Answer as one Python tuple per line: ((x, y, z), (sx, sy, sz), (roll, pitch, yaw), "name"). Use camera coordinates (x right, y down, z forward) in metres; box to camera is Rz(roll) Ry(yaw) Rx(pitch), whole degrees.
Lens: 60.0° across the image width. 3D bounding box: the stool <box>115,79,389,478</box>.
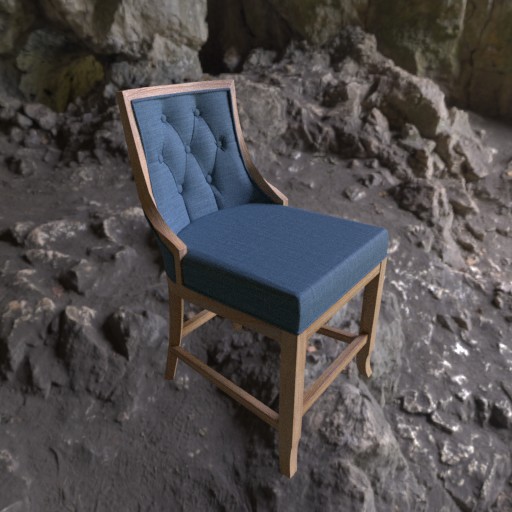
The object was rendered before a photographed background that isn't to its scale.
((0.000, 0.000, 1.330), (0.626, 0.938, 0.524), (19, 32, 33), "stool")
